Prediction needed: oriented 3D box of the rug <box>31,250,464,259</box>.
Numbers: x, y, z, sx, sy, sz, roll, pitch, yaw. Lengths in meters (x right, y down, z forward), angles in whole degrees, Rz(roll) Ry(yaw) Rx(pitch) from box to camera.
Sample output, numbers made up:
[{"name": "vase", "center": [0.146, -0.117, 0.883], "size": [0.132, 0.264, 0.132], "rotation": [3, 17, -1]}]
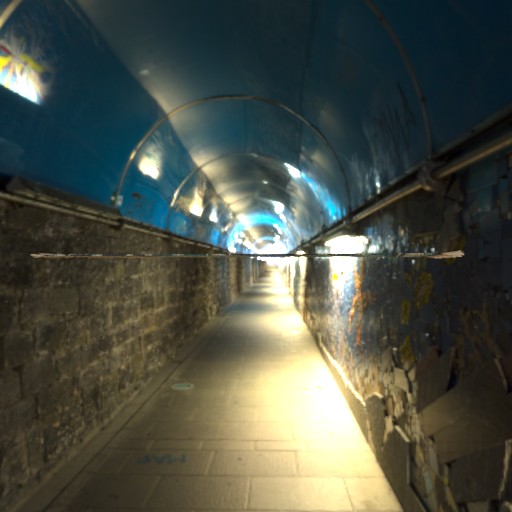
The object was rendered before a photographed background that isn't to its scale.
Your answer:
[{"name": "rug", "center": [0.000, 0.000, 2.414], "size": [1.936, 0.028, 1.181], "rotation": [0, -1, 18]}]
